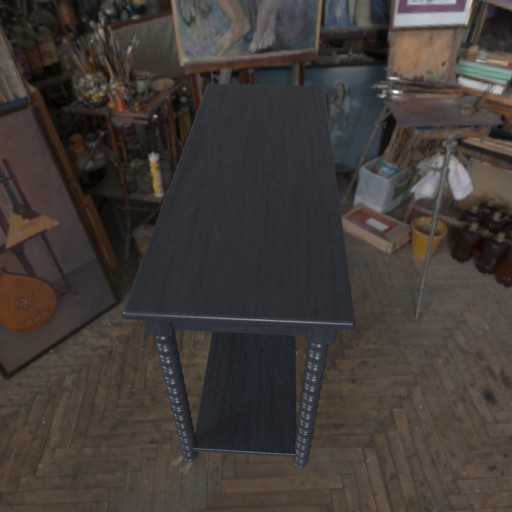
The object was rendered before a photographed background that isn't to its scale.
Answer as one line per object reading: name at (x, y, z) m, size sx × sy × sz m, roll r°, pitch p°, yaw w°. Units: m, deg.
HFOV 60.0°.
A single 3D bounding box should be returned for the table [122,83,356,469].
table at (0.000, 0.000, 1.523) m, size 0.459 × 0.735 × 1.184 m, roll 2°, pitch 42°, yaw 3°
